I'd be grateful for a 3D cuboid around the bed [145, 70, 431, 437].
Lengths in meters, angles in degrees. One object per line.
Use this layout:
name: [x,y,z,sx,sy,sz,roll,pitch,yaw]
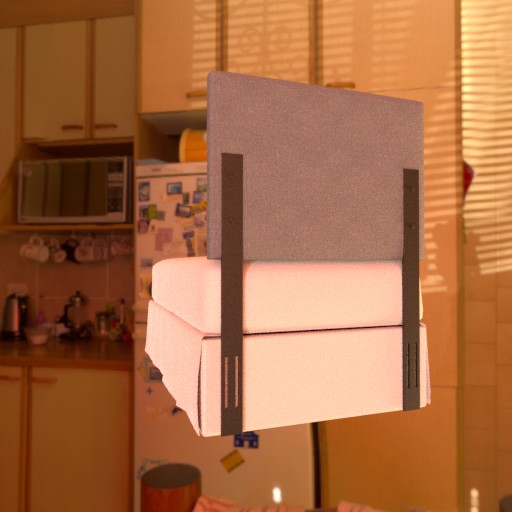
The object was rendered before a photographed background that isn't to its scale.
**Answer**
bed: [0.000,0.000,2.991,1.261,1.571,1.997,0,-1,-20]
